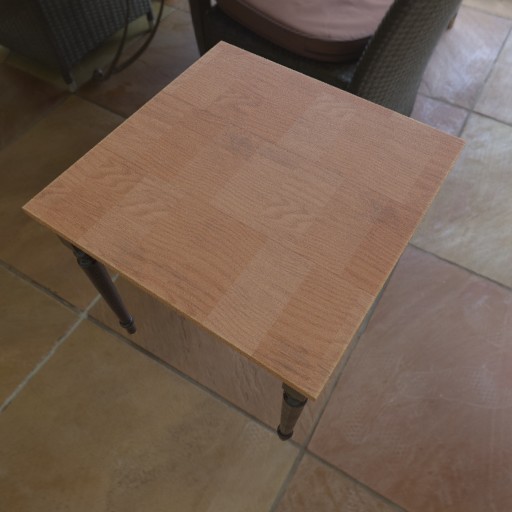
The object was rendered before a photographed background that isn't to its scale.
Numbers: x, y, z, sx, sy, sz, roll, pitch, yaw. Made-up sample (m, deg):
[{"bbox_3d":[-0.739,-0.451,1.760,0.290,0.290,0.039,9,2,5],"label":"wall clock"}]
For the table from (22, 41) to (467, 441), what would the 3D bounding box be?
[{"bbox_3d":[0.000,0.000,1.345,0.747,0.738,0.747,30,63,17],"label":"table"}]
